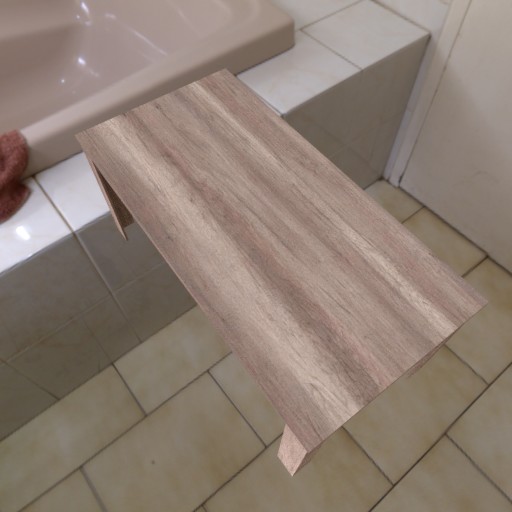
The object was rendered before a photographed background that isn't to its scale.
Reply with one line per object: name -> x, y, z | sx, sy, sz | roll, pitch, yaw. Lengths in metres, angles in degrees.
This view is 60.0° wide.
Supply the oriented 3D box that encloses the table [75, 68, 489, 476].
table -> 0.000, 0.000, 2.279 | 0.900, 0.790, 1.800 | -32, 63, -18
